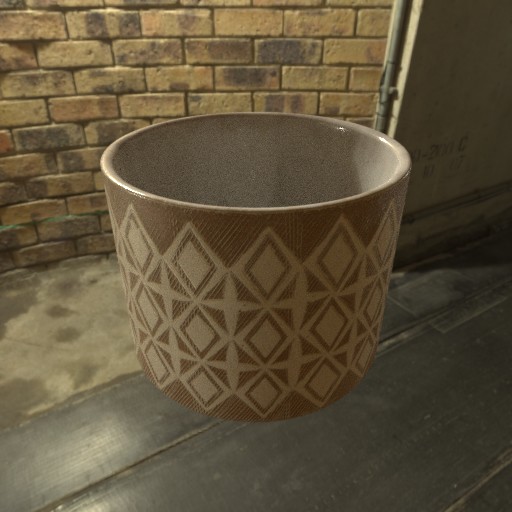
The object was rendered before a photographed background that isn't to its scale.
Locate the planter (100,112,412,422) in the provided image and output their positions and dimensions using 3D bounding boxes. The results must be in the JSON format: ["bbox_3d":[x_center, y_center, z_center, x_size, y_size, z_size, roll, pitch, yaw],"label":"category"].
[{"bbox_3d":[0.000,0.000,0.329,0.193,0.165,0.193,0,31,0],"label":"planter"}]
